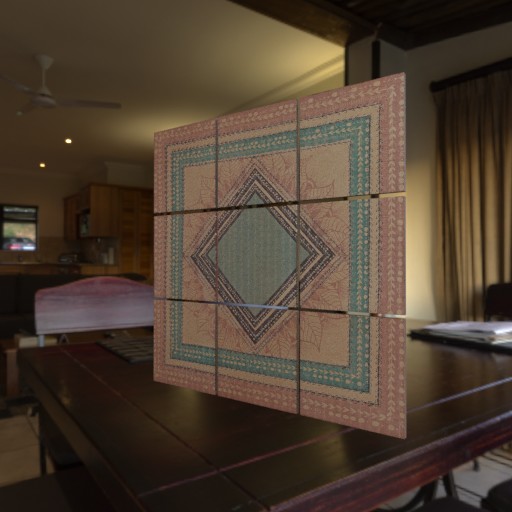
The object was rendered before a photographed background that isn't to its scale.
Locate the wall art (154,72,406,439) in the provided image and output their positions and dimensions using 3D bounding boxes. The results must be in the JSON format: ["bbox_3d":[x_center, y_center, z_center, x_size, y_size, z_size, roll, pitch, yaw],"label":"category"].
[{"bbox_3d":[0.000,0.000,1.374,0.915,0.914,0.013,0,-1,35],"label":"wall art"}]
